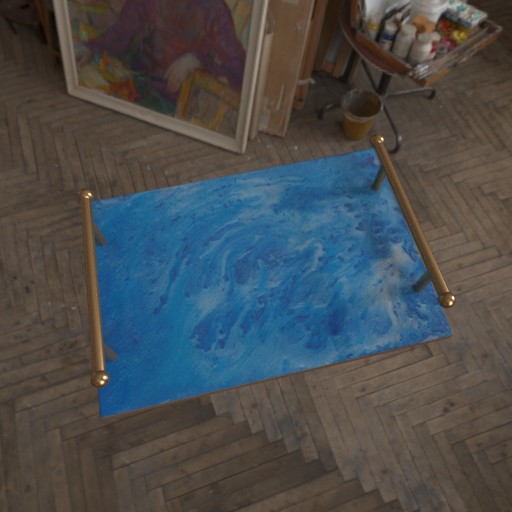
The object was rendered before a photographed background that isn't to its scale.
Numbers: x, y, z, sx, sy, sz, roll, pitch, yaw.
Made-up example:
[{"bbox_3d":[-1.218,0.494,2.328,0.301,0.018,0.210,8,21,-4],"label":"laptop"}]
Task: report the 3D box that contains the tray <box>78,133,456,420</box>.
[{"bbox_3d":[0.000,0.000,0.577,0.444,0.084,0.304,-12,65,-5],"label":"tray"}]
